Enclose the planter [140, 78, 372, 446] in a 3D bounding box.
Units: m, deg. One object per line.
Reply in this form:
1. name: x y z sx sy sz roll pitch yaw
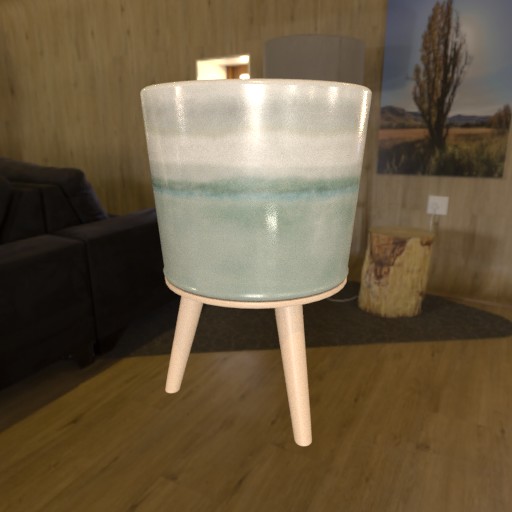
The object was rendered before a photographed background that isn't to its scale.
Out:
1. planter: 0.000 0.000 0.576 0.265 0.404 0.265 15 22 43
